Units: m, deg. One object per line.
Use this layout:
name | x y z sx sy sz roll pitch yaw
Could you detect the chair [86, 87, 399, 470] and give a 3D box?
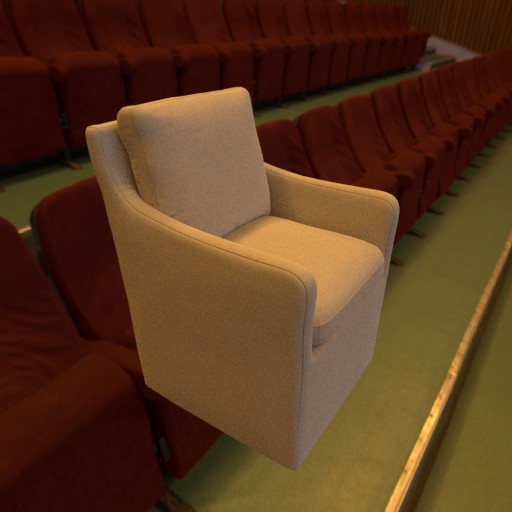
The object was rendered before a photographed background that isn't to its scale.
chair | 0.000 0.000 1.371 0.694 0.914 0.626 18 33 30
